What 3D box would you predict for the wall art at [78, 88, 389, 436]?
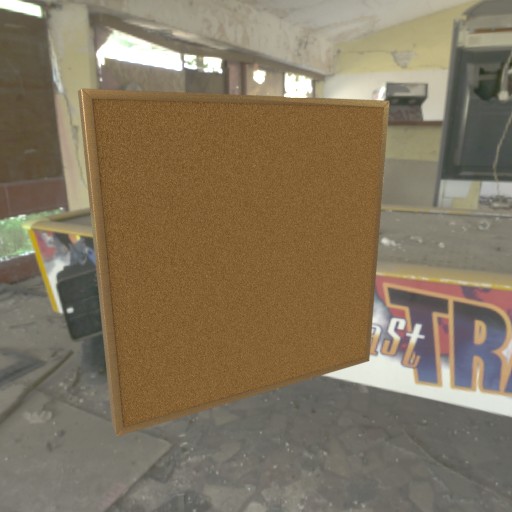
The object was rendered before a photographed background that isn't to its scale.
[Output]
[{"bbox_3d":[0.000,0.000,0.744,0.505,0.505,0.037,-8,18,-26],"label":"wall art"}]
